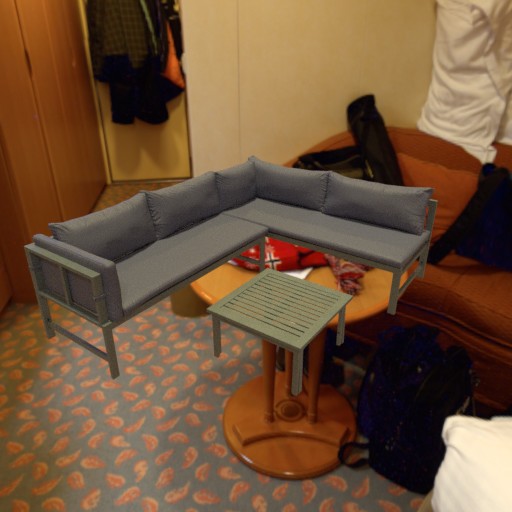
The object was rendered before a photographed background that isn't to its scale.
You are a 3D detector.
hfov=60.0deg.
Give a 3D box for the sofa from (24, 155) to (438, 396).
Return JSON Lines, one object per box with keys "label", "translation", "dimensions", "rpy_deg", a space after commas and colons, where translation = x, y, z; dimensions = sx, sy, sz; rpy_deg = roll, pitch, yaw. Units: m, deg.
{"label": "sofa", "translation": [0.000, 0.000, 2.917], "dimensions": [1.658, 0.762, 2.149], "rpy_deg": [18, 31, 32]}
